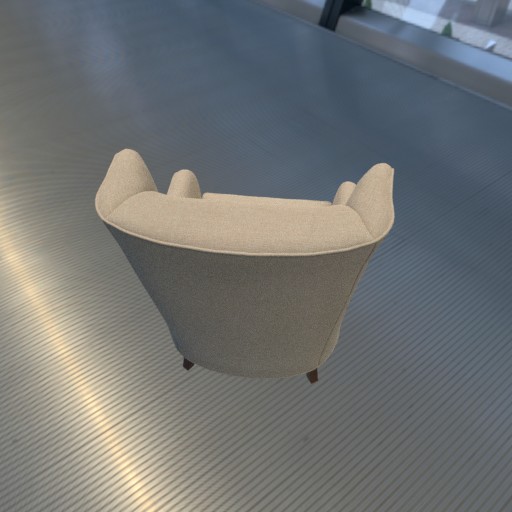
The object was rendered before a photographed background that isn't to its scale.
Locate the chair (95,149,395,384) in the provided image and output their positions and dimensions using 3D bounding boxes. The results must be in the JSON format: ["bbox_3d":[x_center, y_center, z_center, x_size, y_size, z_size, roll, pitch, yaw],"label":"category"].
[{"bbox_3d":[0.000,0.000,1.737,0.838,1.040,0.966,5,45,5],"label":"chair"}]
